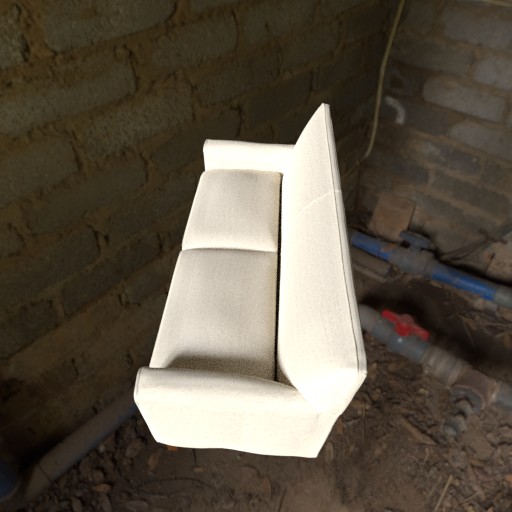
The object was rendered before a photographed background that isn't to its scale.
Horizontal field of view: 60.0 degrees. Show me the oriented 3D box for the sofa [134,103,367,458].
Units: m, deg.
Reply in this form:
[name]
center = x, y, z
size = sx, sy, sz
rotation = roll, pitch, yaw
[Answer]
[sofa]
center = 0.000, 0.000, 2.451
size = 0.841, 0.907, 2.001
rotation = 2, 43, 2
